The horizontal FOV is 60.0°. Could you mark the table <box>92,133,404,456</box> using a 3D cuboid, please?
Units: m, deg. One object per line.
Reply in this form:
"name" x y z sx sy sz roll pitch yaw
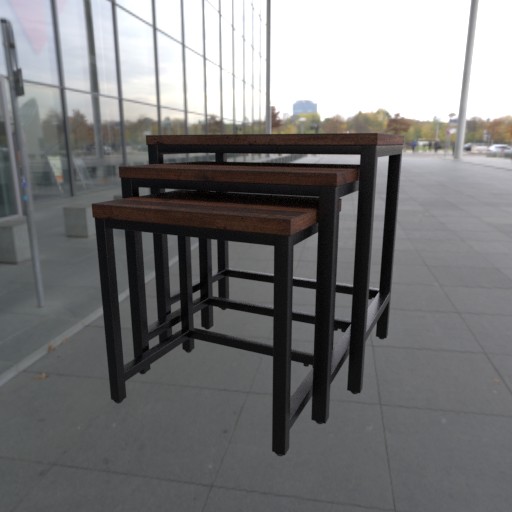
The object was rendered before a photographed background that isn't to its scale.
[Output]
"table" 0.000 0.000 1.165 0.608 0.616 0.660 7 16 25
